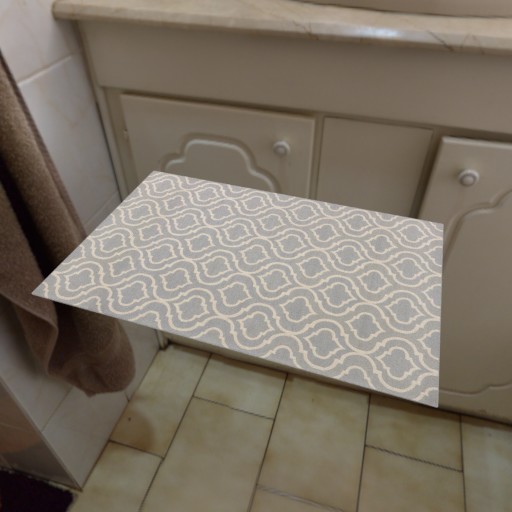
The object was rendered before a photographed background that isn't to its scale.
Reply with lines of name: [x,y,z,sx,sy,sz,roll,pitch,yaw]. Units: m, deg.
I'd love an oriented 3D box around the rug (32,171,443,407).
rug: [0.000,0.000,2.191,1.749,0.015,1.141,13,43,14]
